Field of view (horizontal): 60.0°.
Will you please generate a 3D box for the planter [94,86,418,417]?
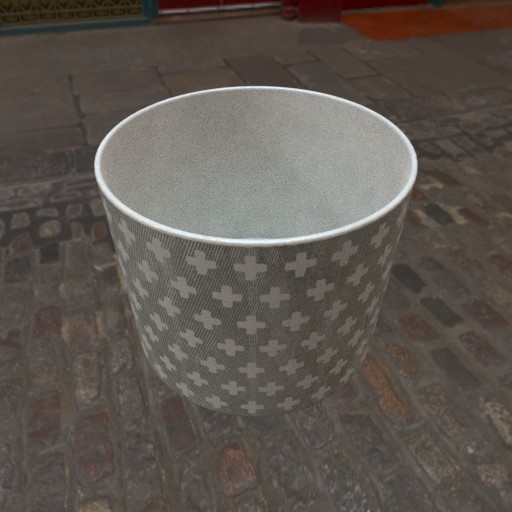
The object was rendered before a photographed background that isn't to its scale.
[{"bbox_3d":[0.000,0.000,0.433,0.250,0.239,0.250,0,41,0],"label":"planter"}]
